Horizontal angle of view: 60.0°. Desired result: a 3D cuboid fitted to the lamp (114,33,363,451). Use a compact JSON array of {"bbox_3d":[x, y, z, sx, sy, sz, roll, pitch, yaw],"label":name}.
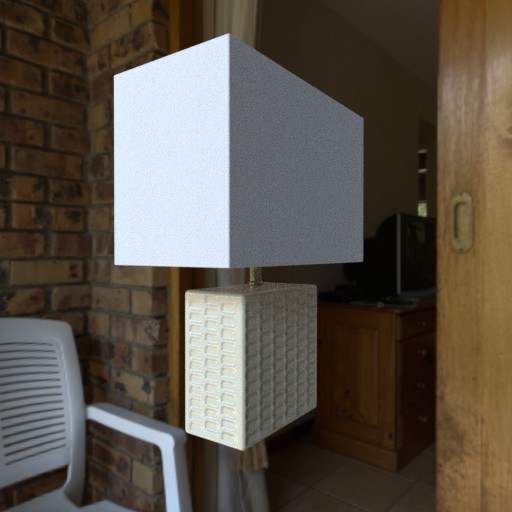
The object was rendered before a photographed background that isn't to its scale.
[{"bbox_3d":[0.000,0.000,0.695,0.200,0.515,0.380,0,1,36],"label":"lamp"}]
